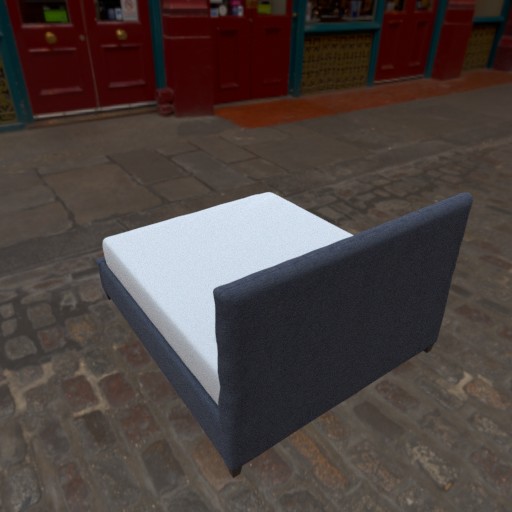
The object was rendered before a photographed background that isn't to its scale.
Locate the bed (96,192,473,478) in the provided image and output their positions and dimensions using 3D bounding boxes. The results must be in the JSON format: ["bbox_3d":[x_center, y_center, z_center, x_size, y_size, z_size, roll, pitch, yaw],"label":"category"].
[{"bbox_3d":[0.000,0.000,3.729,2.078,1.427,2.387,-20,36,-30],"label":"bed"}]
